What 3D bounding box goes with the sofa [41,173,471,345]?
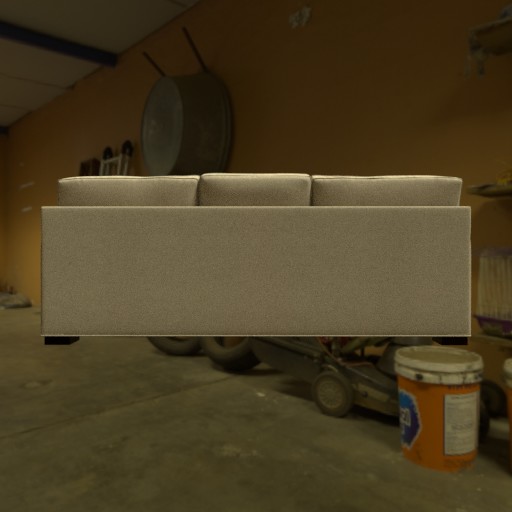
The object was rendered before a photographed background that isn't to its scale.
[{"bbox_3d":[0.000,0.000,2.876,2.087,0.861,1.496,0,0,0],"label":"sofa"}]
